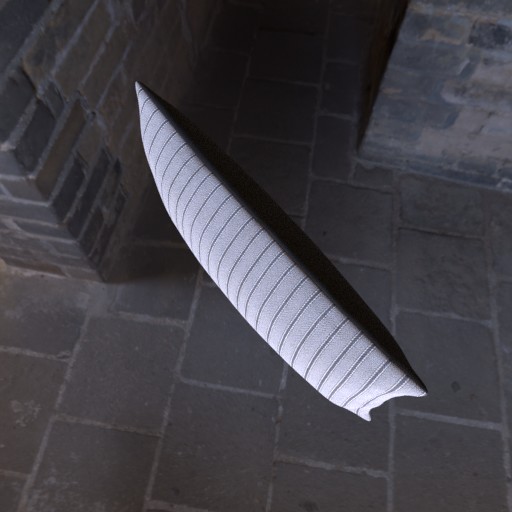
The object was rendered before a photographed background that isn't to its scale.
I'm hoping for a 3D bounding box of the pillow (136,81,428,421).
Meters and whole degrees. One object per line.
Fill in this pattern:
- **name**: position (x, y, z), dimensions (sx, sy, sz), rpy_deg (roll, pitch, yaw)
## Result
- **pillow**: position (0.000, 0.000, 0.719), dimensions (0.151, 0.305, 0.609), rpy_deg (-35, 69, -16)
